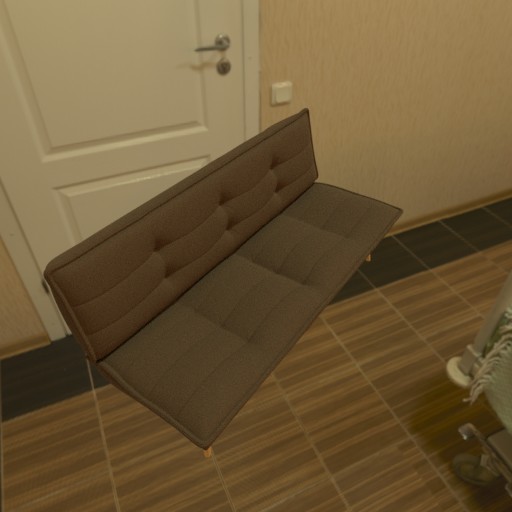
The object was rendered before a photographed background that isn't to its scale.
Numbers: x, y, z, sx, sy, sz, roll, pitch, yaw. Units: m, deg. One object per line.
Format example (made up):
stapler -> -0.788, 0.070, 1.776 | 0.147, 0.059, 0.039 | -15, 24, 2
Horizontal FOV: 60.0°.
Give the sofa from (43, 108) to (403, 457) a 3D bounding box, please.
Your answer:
sofa -> 0.000, 0.000, 2.427 | 0.950, 0.890, 1.940 | 26, 47, 27
